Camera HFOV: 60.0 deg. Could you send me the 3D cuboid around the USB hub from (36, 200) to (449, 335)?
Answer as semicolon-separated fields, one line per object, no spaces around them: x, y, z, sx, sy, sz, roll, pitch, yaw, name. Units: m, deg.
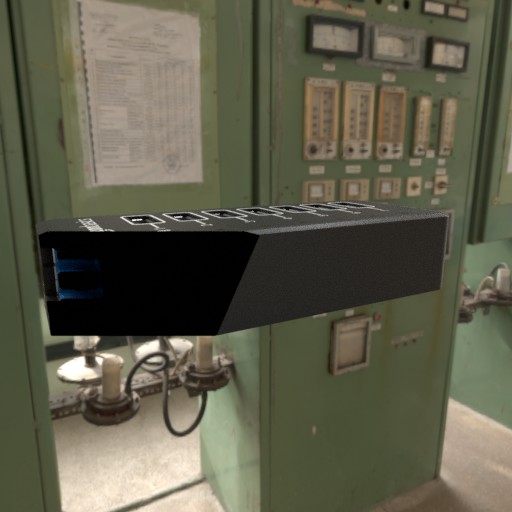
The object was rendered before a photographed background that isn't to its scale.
0.000;0.000;0.126;0.110;0.023;0.044;-7;15;-27;USB hub
